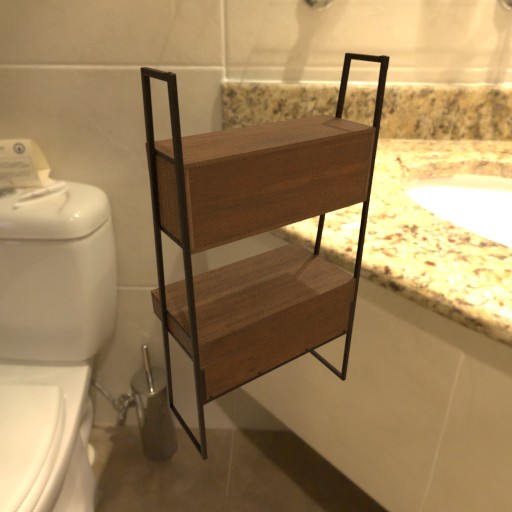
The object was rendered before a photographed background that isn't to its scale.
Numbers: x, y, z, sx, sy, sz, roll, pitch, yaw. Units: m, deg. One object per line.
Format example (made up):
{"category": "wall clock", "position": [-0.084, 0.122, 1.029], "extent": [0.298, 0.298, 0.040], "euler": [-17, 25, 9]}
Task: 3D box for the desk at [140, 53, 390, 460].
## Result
{"category": "desk", "position": [0.000, 0.000, 2.201], "extent": [0.982, 1.809, 0.515], "euler": [-19, 34, -30]}
